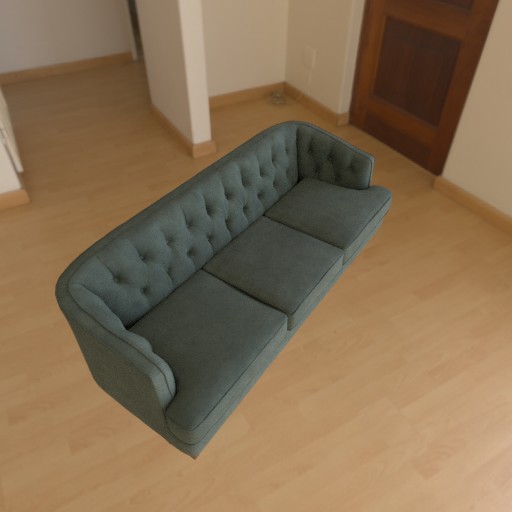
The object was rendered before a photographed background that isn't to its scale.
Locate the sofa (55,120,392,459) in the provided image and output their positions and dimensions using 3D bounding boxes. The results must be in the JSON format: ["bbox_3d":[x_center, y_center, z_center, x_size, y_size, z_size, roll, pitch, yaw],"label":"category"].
[{"bbox_3d":[0.000,0.000,2.792,0.941,0.855,2.278,25,48,25],"label":"sofa"}]
